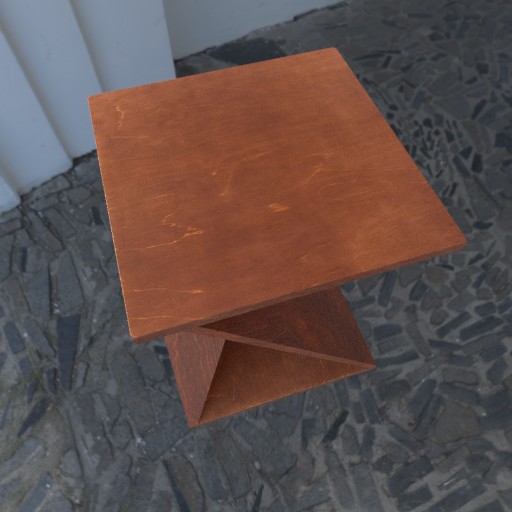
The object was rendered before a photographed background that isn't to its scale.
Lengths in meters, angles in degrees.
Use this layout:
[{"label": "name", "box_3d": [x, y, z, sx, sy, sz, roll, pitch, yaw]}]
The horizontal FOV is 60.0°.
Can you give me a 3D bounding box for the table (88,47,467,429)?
[{"label": "table", "box_3d": [0.000, 0.000, 0.854, 0.427, 0.520, 0.427, -15, 60, -9]}]
